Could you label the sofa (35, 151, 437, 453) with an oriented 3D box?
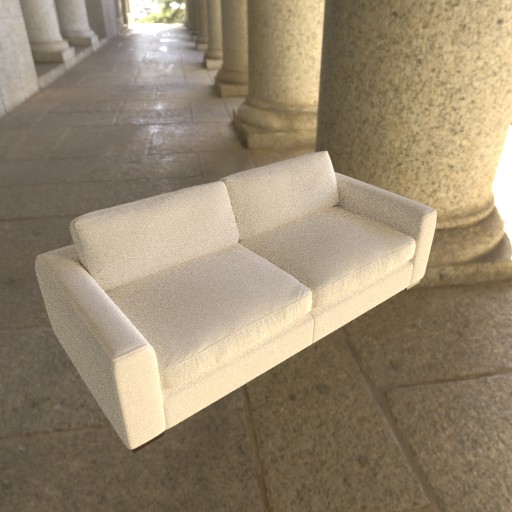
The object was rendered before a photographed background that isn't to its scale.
[{"bbox_3d":[0.000,0.000,2.707,2.262,0.801,1.070,-22,37,-32],"label":"sofa"}]
